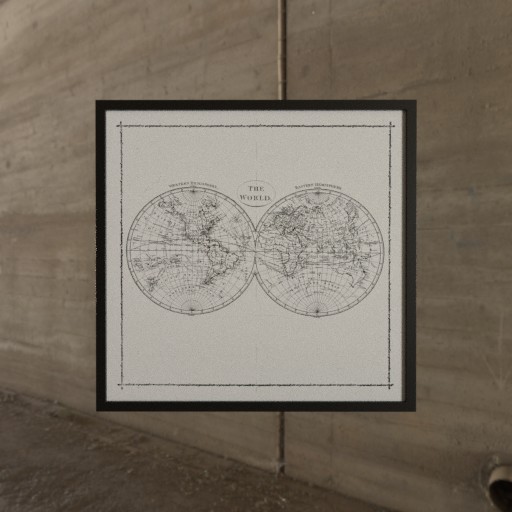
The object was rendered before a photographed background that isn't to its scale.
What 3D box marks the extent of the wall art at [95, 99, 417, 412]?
[{"bbox_3d":[0.000,0.000,0.466,0.327,0.318,0.029,0,0,0],"label":"wall art"}]
